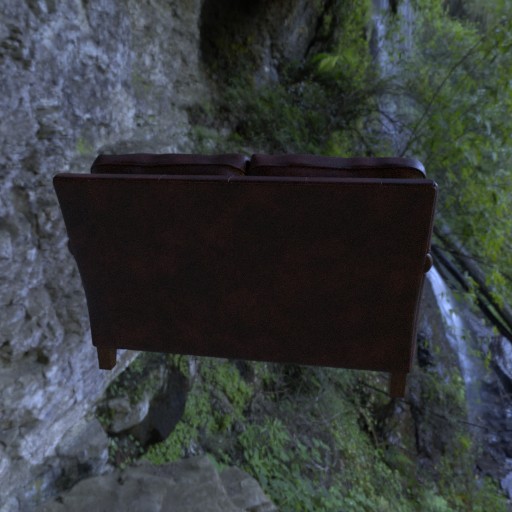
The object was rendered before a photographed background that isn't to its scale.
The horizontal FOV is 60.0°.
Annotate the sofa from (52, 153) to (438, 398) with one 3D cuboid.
[{"bbox_3d":[0.000,0.000,2.332,1.628,1.070,1.148,3,16,10],"label":"sofa"}]
